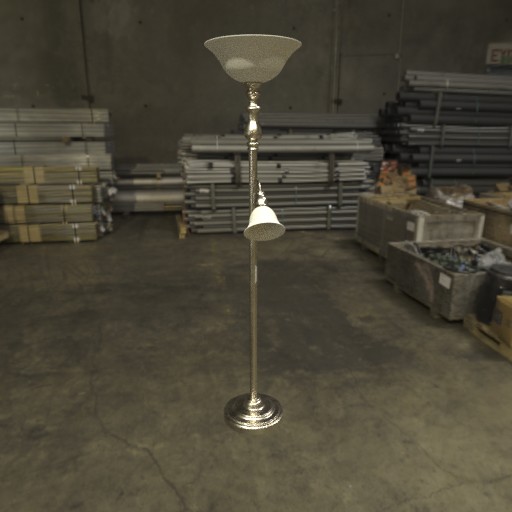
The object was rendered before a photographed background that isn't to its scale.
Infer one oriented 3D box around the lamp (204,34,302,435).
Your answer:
[{"bbox_3d":[0.000,0.000,2.011,0.405,1.785,0.575,-2,16,-8],"label":"lamp"}]
